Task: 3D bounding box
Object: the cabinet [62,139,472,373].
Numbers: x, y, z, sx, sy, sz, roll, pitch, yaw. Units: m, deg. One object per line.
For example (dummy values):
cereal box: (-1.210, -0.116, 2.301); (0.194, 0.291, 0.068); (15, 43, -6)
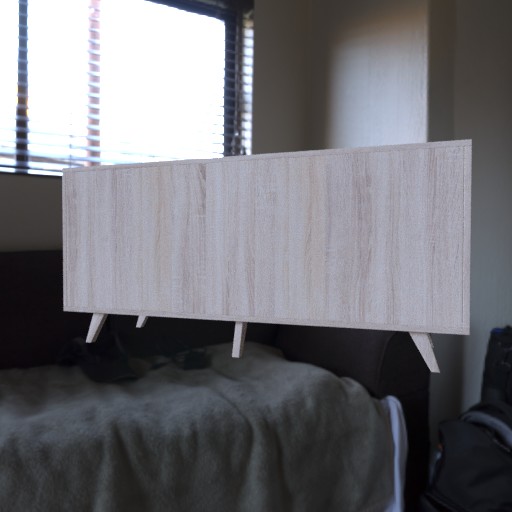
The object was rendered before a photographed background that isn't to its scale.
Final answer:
cabinet: (0.000, 0.000, 1.946); (1.650, 0.780, 0.500); (0, 1, 19)
